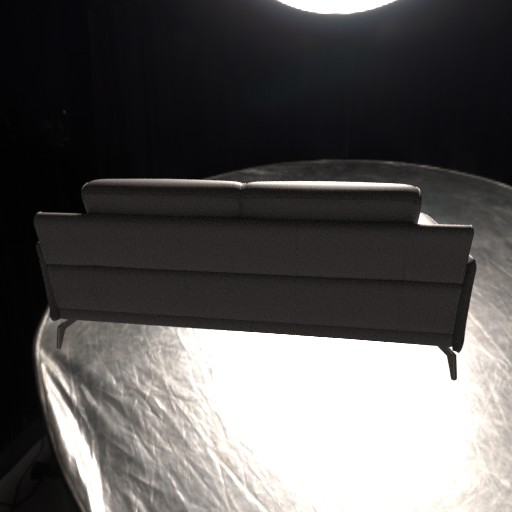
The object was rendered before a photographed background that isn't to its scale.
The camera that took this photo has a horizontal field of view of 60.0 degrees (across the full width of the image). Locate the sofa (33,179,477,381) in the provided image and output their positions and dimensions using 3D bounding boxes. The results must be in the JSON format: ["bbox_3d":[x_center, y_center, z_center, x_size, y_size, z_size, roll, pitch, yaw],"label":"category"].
[{"bbox_3d":[0.000,0.000,2.484,2.100,0.900,0.969,2,15,9],"label":"sofa"}]
